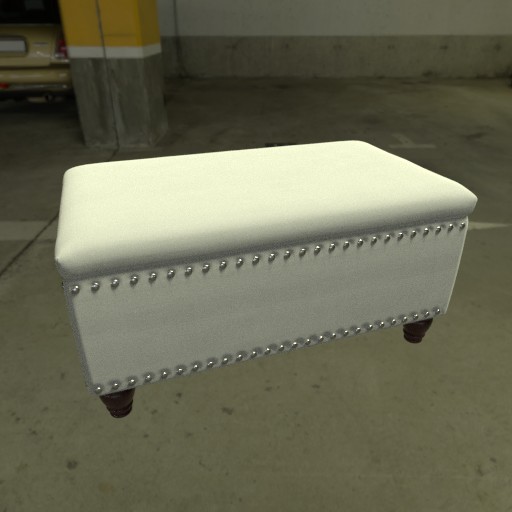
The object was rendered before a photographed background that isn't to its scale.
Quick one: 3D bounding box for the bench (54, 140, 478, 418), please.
[{"bbox_3d":[0.000,0.000,1.161,0.887,0.449,0.500,-9,30,-17],"label":"bench"}]
